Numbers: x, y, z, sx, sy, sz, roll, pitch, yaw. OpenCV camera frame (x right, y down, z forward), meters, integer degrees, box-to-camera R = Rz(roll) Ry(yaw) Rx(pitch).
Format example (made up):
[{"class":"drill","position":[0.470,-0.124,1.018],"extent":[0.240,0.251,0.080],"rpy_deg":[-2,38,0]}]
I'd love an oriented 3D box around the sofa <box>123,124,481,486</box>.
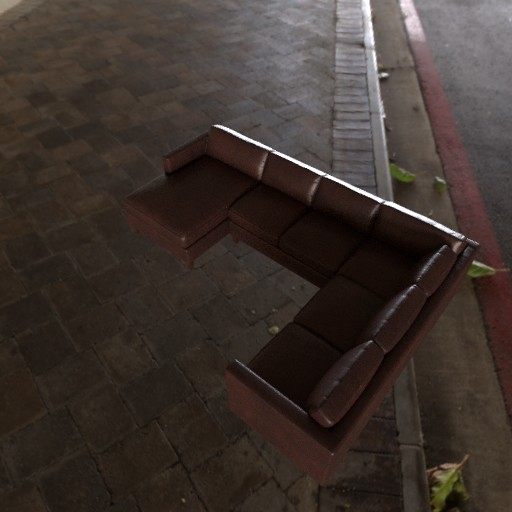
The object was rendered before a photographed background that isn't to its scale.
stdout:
[{"class":"sofa","position":[0.000,0.000,4.342],"extent":[3.324,0.891,2.452],"rpy_deg":[31,54,27]}]
